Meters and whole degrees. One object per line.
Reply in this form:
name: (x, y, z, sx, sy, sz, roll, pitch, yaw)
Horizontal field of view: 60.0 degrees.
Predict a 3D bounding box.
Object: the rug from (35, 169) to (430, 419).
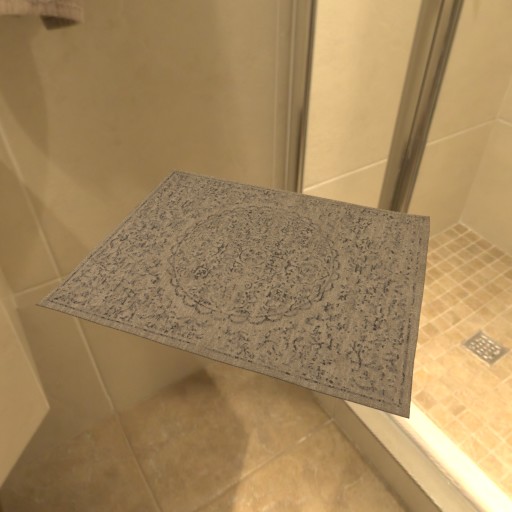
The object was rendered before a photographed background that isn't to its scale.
rug: (0.000, 0.000, 4.022, 2.925, 0.026, 2.343, 13, 42, 15)
